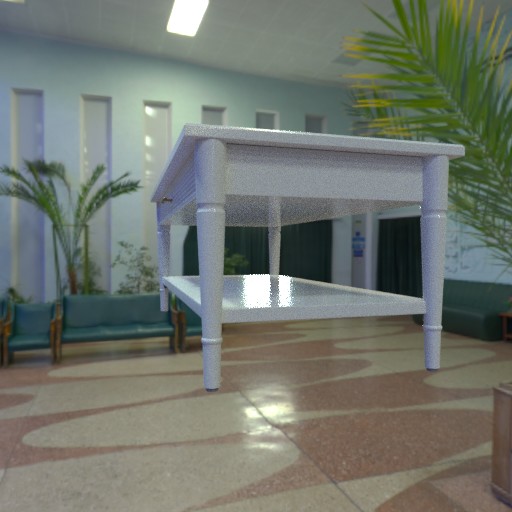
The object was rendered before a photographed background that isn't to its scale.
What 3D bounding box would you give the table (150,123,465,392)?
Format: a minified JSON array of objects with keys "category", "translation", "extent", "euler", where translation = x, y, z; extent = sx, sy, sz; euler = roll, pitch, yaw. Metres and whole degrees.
[{"category":"table","translation":[0.000,0.000,1.323],"extent":[0.559,0.457,1.067],"euler":[0,1,-16]}]
